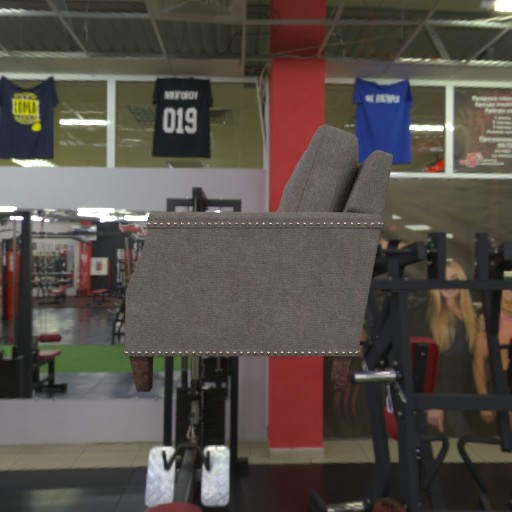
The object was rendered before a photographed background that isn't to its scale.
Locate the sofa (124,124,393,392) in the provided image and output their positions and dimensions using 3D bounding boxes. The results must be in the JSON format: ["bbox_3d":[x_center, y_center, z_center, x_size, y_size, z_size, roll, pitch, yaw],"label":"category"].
[{"bbox_3d":[0.000,0.000,2.744,1.034,1.042,2.226,0,0,0],"label":"sofa"}]
